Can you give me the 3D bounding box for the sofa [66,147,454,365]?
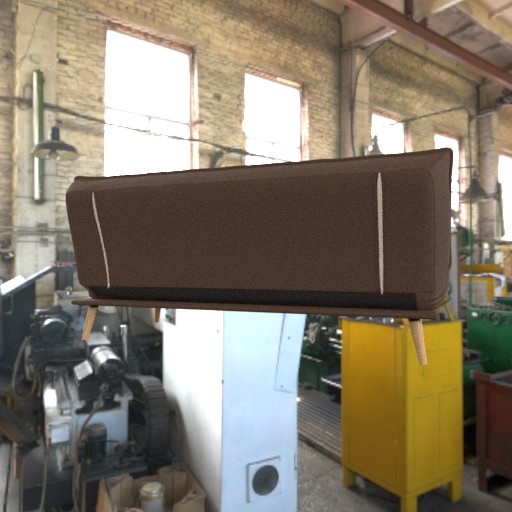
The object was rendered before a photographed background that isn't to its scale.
[{"bbox_3d":[0.000,0.000,2.418,1.940,0.890,0.950,0,-1,20],"label":"sofa"}]
